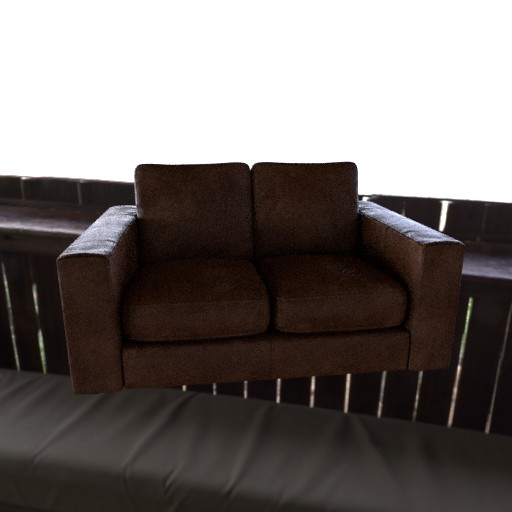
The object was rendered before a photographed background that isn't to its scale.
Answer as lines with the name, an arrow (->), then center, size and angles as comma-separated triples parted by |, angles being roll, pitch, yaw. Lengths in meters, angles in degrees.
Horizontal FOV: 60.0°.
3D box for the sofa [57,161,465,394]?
sofa -> 0.000, 0.000, 2.253 | 1.626, 0.889, 1.041 | -2, 17, -7
